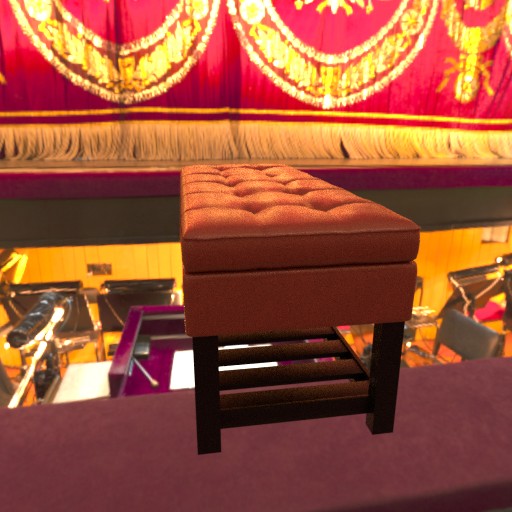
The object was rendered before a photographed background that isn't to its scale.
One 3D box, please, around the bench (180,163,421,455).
[{"bbox_3d":[0.000,0.000,1.327,0.432,0.460,1.105,-3,17,-9],"label":"bench"}]
